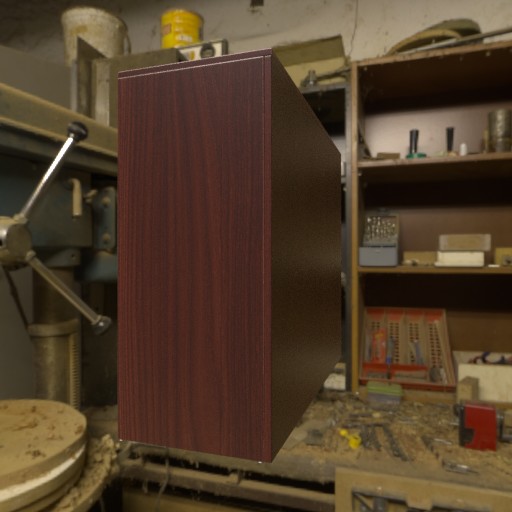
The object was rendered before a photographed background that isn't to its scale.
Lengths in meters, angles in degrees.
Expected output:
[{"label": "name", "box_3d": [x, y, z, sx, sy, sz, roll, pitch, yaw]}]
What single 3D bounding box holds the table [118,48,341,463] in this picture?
[{"label": "table", "box_3d": [0.000, 0.000, 1.340, 0.380, 0.790, 0.930, 0, 0, 19]}]
